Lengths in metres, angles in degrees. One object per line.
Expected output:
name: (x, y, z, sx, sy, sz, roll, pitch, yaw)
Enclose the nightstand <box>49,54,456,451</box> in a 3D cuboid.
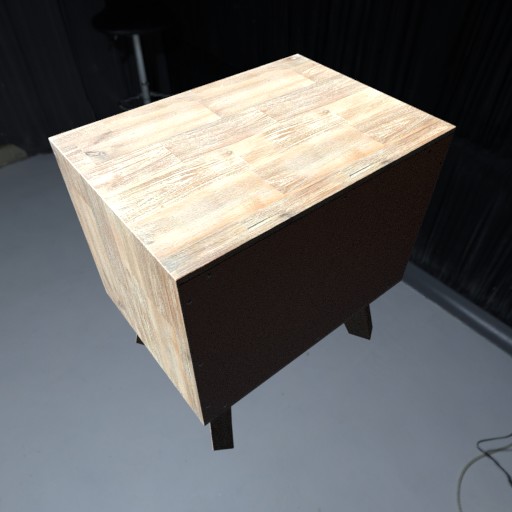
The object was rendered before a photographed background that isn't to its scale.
nightstand: (0.000, 0.000, 0.947, 0.552, 0.589, 0.396, -30, 53, -26)
